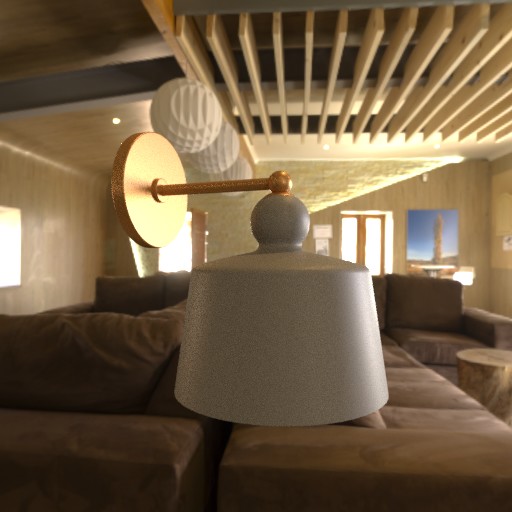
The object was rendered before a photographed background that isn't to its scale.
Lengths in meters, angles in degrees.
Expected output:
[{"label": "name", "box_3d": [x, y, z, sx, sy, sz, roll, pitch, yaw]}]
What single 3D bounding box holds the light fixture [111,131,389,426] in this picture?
[{"label": "light fixture", "box_3d": [0.000, 0.000, 0.444, 0.254, 0.268, 0.204, 0, 0, 21]}]
